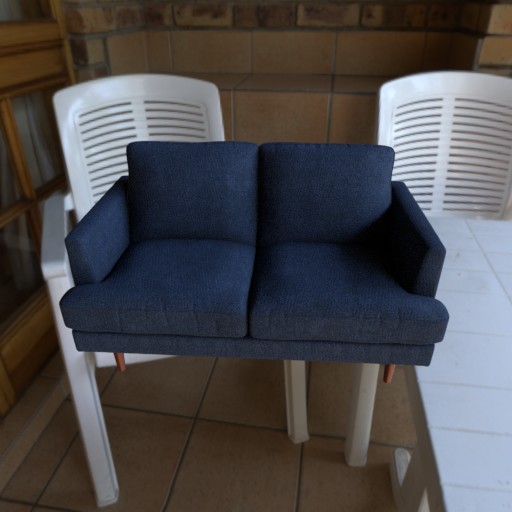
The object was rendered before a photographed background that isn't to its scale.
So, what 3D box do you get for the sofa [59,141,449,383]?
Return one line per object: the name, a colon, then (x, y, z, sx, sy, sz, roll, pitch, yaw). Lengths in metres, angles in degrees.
sofa: (0.000, 0.000, 2.135, 1.582, 0.944, 0.903, 2, 30, 3)
